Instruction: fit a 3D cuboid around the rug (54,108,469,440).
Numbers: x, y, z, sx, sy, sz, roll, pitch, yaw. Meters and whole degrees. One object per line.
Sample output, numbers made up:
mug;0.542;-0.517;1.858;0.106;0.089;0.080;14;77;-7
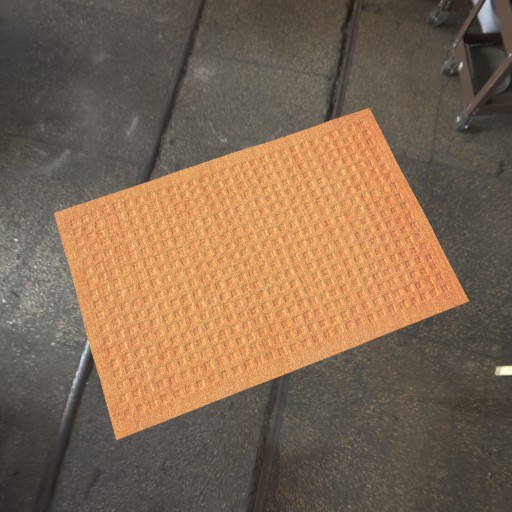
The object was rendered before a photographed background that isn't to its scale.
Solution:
rug;0.000;0.000;2.176;1.747;0.006;1.143;-20;75;-6
